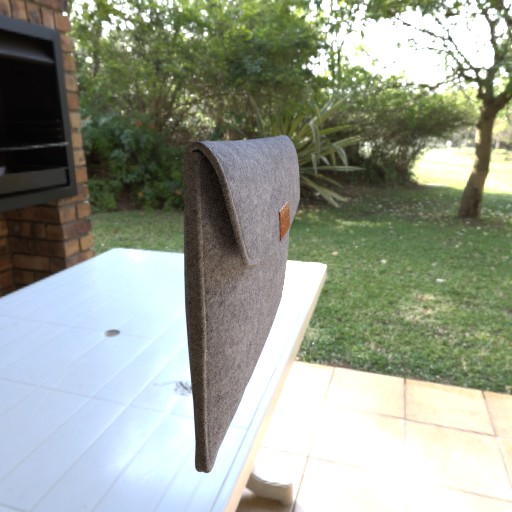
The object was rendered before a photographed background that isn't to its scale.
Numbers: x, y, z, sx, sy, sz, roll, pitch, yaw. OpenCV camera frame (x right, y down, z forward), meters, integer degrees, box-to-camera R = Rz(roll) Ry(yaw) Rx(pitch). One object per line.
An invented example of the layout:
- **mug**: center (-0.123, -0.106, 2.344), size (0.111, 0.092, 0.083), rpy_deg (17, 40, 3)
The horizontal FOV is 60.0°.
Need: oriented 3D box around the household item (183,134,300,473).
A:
- **household item**: center (0.000, 0.000, 0.425), size (0.057, 0.221, 0.335), rpy_deg (3, 16, 11)
